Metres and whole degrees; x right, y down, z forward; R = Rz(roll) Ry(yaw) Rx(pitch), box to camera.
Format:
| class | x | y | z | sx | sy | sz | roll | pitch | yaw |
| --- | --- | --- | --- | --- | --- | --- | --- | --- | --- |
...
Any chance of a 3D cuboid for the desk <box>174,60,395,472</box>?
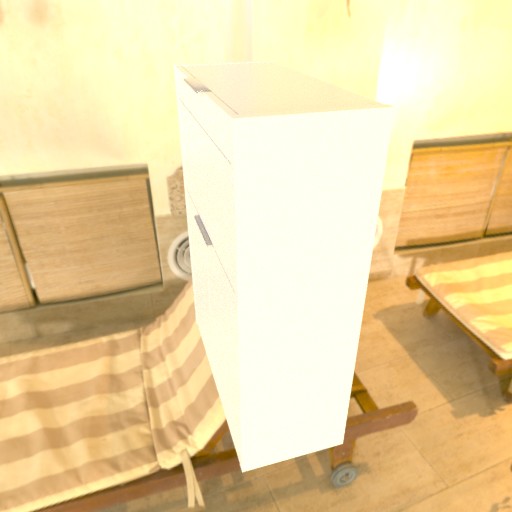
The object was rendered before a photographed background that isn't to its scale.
| class | x | y | z | sx | sy | sz | roll | pitch | yaw |
| --- | --- | --- | --- | --- | --- | --- | --- | --- | --- |
| desk | 0.000 | 0.000 | 1.597 | 0.390 | 1.190 | 0.850 | -9 | 32 | -15 |
